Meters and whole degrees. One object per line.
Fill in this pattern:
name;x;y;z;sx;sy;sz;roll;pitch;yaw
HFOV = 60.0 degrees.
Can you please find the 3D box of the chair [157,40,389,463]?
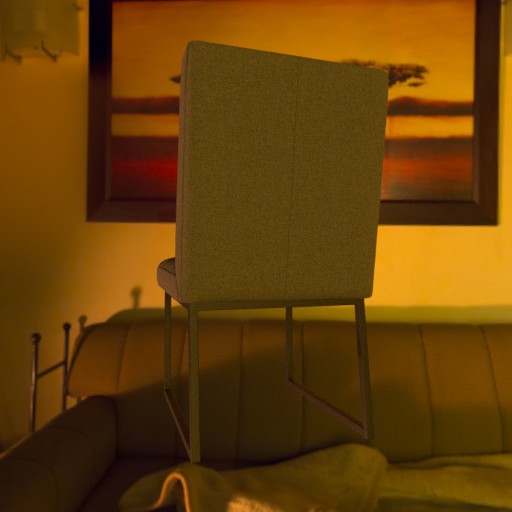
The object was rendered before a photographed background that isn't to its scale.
chair;0.000;0.000;1.302;0.520;0.930;0.634;0;-1;-18
